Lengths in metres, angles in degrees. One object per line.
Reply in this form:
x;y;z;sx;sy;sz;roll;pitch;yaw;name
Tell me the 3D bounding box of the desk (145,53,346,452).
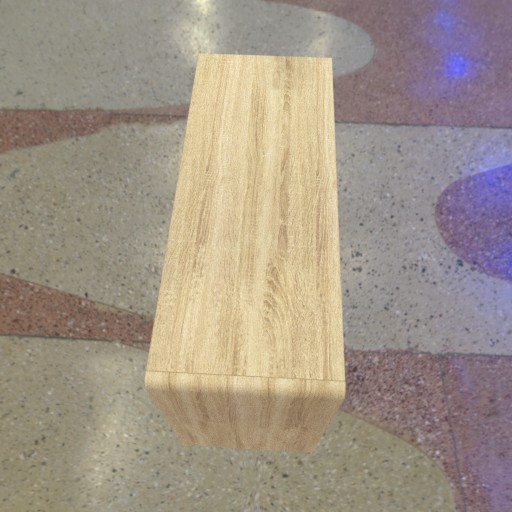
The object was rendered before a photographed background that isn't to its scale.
0.000;0.000;1.686;0.500;0.750;1.300;3;62;1;desk
